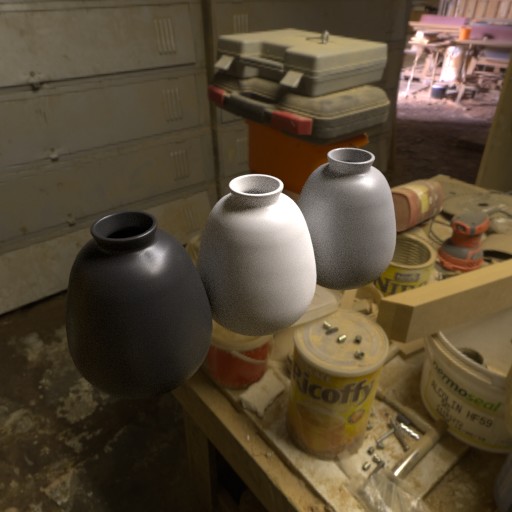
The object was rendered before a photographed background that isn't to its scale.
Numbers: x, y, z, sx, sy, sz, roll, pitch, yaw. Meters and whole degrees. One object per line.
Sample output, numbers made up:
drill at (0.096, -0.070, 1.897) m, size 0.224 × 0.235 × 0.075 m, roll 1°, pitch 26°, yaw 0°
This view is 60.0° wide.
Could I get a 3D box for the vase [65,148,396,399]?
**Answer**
vase at (0.000, 0.000, 0.350) m, size 0.297 × 0.122 × 0.097 m, roll -22°, pitch 38°, yaw -31°
